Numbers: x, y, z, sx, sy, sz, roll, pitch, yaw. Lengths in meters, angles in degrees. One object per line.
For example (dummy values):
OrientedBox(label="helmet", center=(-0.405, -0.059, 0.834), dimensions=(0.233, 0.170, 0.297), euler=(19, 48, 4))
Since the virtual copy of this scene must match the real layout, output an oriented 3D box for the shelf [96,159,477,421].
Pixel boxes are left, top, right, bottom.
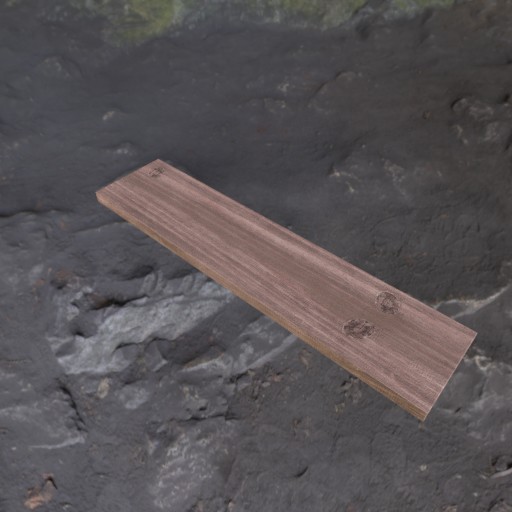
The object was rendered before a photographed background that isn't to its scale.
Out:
OrientedBox(label="shelf", center=(0.000, 0.000, 0.664), dimensions=(0.610, 0.020, 0.140), euler=(31, 52, 28))
